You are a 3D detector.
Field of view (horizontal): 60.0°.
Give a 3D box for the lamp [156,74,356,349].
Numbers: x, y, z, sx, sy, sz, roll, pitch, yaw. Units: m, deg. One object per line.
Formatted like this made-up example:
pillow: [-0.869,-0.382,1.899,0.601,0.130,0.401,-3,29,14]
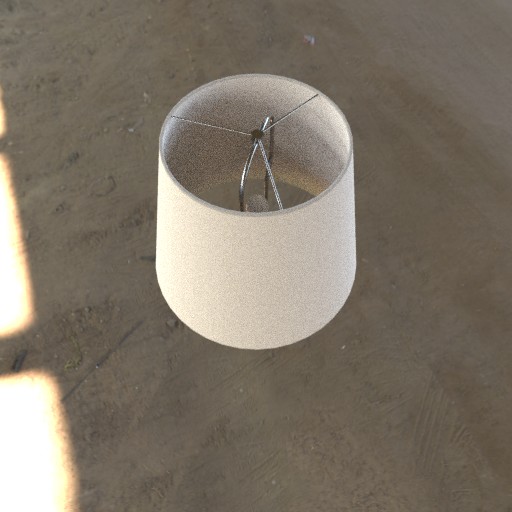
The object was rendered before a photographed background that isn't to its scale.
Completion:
lamp: [0.000,0.000,0.798,0.355,0.582,0.355,0,60,0]
